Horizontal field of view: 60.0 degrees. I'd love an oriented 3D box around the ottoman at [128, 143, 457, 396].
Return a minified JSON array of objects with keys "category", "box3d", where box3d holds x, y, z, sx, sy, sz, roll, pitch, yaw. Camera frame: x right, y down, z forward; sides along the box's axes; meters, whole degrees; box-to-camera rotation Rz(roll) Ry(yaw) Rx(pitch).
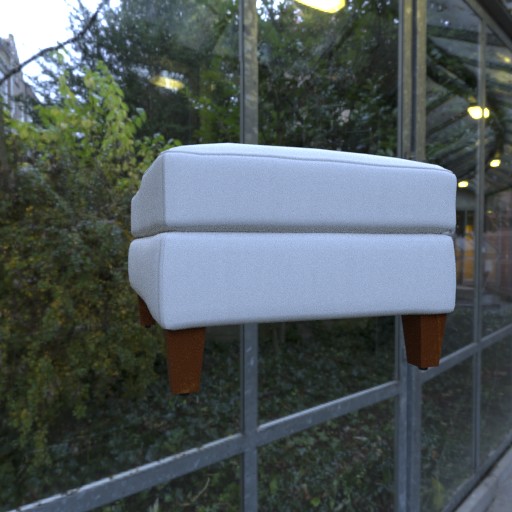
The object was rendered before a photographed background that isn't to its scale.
[{"category":"ottoman","box3d":[0.000,0.000,1.197,0.634,0.479,0.818,0,1,-19]}]
